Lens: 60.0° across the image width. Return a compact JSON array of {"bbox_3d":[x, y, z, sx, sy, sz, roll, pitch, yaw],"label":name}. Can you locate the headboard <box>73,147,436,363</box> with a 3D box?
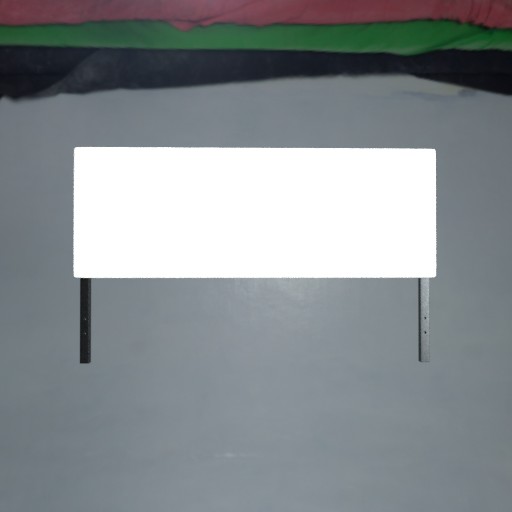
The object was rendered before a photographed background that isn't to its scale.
[{"bbox_3d":[0.000,0.000,2.914,2.362,1.410,0.120,0,-1,-1],"label":"headboard"}]
